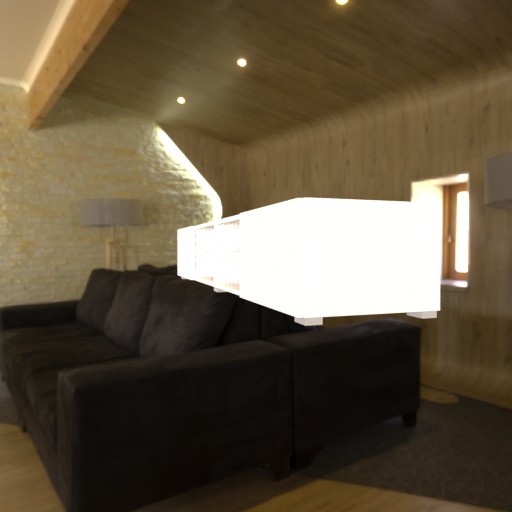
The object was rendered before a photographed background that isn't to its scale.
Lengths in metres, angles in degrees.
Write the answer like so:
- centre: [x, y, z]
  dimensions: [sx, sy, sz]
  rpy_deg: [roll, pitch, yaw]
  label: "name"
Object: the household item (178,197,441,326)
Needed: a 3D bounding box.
- centre: [0.000, 0.000, 2.002]
  dimensions: [0.420, 0.310, 1.850]
  rpy_deg: [0, 1, -19]
  label: "household item"
